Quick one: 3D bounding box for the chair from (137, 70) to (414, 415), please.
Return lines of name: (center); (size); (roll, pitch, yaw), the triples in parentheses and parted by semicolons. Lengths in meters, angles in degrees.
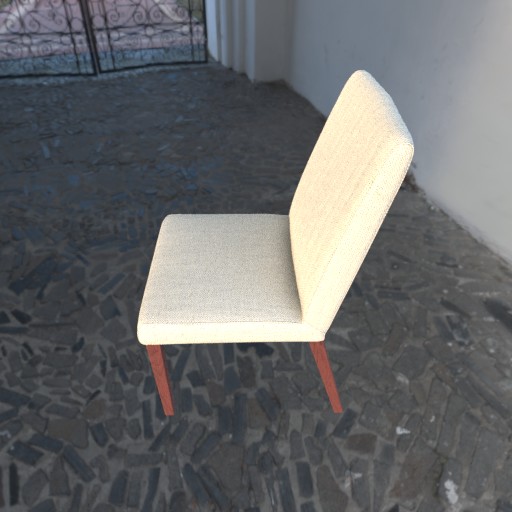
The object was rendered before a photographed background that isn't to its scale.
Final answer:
chair: (0.000, 0.000, 1.236); (0.594, 0.900, 0.480); (-1, 40, -1)
